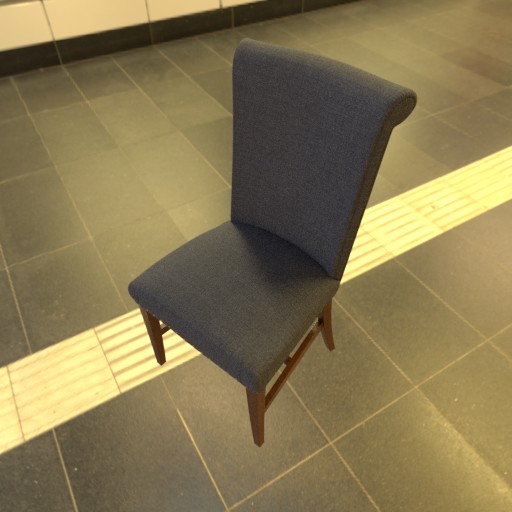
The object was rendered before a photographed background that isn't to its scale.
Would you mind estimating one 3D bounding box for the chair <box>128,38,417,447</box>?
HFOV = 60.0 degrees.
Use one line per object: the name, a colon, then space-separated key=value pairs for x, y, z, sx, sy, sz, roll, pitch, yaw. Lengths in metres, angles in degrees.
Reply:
chair: x=0.000 y=0.000 z=1.313 sx=0.513 sy=0.988 sz=0.608 roll=30 pitch=53 yaw=26
